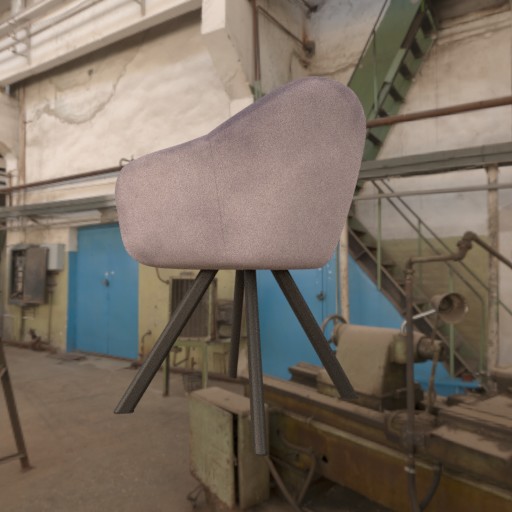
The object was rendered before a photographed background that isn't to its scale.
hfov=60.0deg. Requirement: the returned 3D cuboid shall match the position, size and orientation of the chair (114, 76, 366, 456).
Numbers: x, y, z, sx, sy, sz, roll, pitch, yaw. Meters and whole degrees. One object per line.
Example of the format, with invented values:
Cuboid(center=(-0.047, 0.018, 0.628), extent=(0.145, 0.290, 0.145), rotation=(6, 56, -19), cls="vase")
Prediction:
Cuboid(center=(0.000, 0.000, 1.150), extent=(0.540, 0.780, 0.570), rotation=(-1, -2, 35), cls="chair")
